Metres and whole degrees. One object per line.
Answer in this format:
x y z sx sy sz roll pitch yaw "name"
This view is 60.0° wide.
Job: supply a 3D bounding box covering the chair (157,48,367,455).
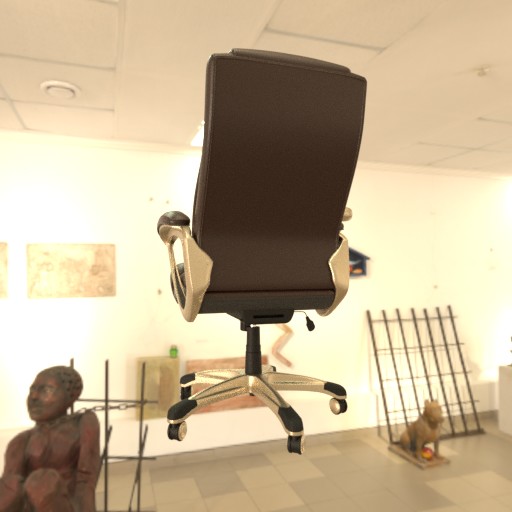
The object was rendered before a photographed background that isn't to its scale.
0.000 0.000 1.628 0.692 1.194 0.749 0 -1 -19 "chair"
